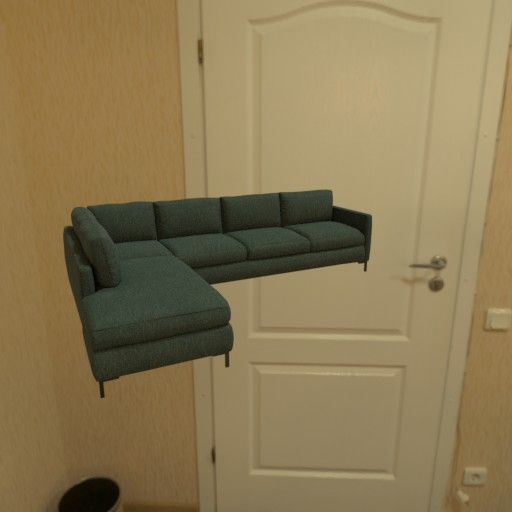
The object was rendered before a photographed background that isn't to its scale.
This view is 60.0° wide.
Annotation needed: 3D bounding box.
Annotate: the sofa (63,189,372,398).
[{"bbox_3d":[0.000,0.000,3.801,2.949,0.815,2.007,-8,17,-25],"label":"sofa"}]
